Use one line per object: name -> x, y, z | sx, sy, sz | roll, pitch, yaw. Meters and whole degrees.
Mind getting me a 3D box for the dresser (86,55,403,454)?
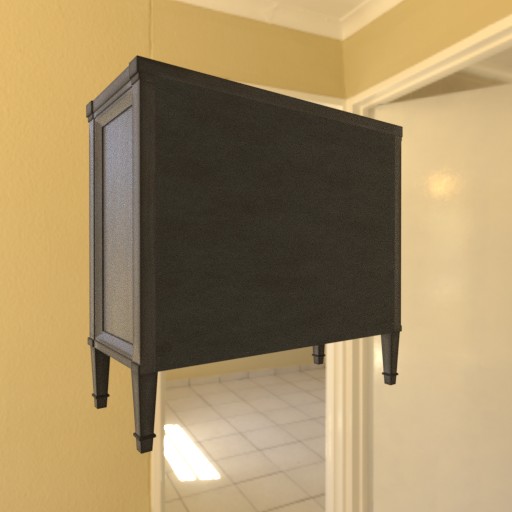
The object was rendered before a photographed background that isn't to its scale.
dresser -> 0.000, 0.000, 1.577 | 1.049, 0.986, 0.463 | 0, 0, -36
